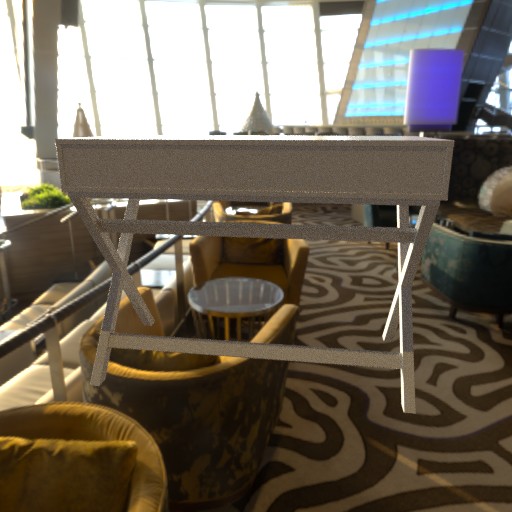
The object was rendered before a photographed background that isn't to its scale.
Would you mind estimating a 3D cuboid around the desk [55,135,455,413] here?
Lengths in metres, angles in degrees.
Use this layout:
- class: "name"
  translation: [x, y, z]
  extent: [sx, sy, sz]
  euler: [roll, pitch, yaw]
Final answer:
- class: "desk"
  translation: [0.000, 0.000, 1.508]
  extent: [1.059, 0.780, 0.509]
  euler: [2, 17, 8]
